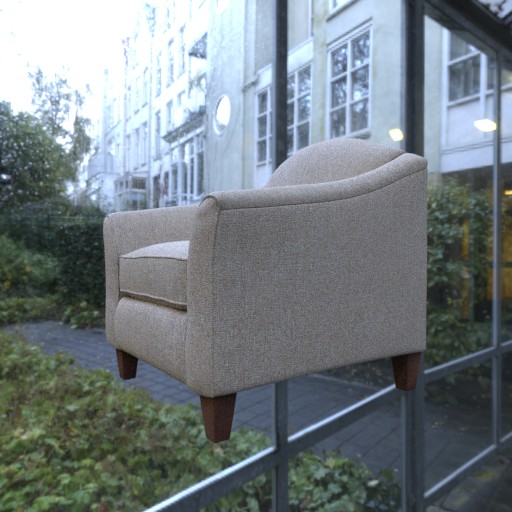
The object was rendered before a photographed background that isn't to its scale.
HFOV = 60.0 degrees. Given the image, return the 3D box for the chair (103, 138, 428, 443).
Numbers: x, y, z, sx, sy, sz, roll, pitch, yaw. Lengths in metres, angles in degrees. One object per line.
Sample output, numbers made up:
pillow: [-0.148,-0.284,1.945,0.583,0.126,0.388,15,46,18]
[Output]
chair: [0.000,0.000,1.446,0.787,0.839,0.763,-1,1,-36]
